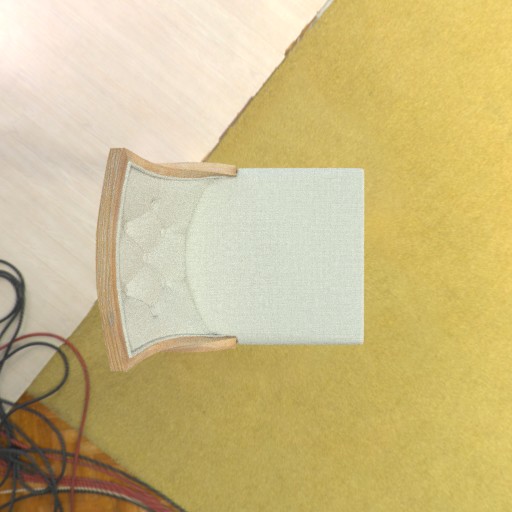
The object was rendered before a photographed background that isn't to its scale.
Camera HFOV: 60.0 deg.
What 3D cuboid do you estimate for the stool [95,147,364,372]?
[{"bbox_3d":[0.000,0.000,1.408,0.626,1.101,0.524,0,91,0],"label":"stool"}]
